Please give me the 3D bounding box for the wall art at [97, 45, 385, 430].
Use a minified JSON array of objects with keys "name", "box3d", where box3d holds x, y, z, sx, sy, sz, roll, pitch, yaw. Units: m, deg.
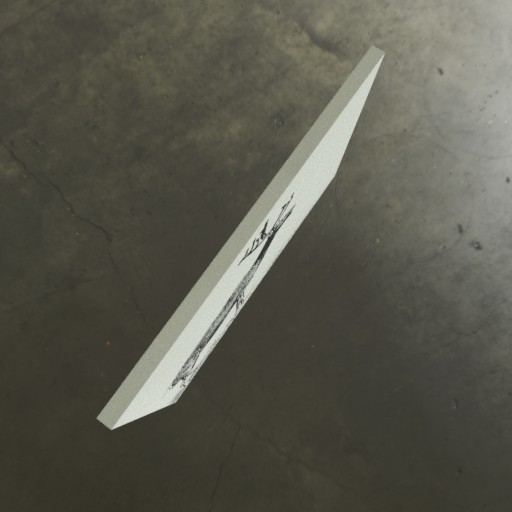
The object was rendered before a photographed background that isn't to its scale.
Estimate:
[{"name":"wall art","box3d":[0.000,0.000,1.141,0.033,0.617,0.906,34,78,8]}]
